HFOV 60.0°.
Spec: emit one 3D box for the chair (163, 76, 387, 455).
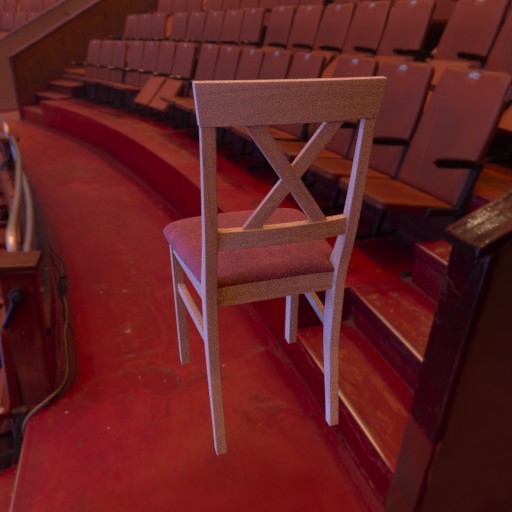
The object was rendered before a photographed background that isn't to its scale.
[{"bbox_3d":[0.000,0.000,1.184,0.439,0.912,0.492,-8,27,-16],"label":"chair"}]
